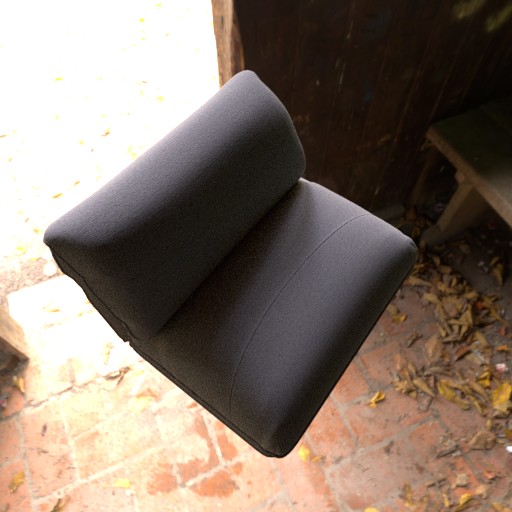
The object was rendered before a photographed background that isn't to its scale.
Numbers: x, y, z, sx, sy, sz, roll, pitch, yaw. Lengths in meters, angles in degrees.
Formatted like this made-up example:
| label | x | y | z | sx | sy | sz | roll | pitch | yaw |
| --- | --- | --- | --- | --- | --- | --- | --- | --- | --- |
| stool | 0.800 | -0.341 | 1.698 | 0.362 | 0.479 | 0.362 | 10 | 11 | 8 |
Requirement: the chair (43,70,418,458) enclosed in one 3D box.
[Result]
| label | x | y | z | sx | sy | sz | roll | pitch | yaw |
| --- | --- | --- | --- | --- | --- | --- | --- | --- | --- |
| chair | 0.000 | 0.000 | 1.324 | 0.780 | 0.580 | 0.820 | 33 | 63 | 19 |
